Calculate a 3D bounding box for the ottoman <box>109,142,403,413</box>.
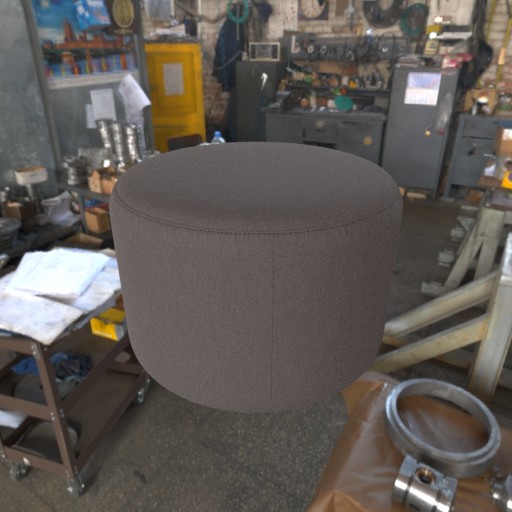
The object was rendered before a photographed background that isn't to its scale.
[{"bbox_3d":[0.000,0.000,1.021,0.608,0.433,0.608,0,27,0],"label":"ottoman"}]
